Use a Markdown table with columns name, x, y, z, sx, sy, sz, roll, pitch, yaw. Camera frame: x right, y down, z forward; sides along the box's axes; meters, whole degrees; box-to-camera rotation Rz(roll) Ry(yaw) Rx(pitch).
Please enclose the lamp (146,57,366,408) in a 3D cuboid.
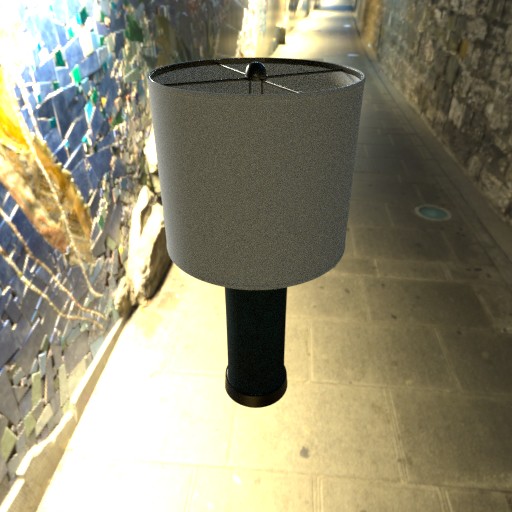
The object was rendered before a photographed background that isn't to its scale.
| name | x | y | z | sx | sy | sz | roll | pitch | yaw |
| --- | --- | --- | --- | --- | --- | --- | --- | --- | --- |
| lamp | 0.000 | 0.000 | 0.777 | 0.301 | 0.630 | 0.301 | 10 | 33 | 16 |
